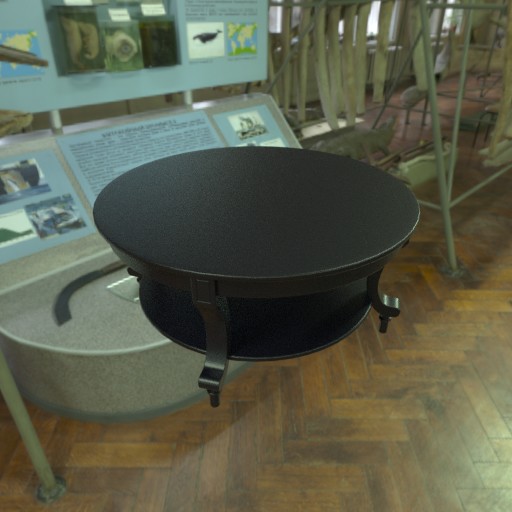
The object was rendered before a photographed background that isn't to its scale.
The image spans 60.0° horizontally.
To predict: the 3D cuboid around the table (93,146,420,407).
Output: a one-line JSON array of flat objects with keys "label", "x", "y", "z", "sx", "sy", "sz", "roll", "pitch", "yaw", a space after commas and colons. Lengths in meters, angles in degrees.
[{"label": "table", "x": 0.000, "y": 0.000, "z": 1.577, "sx": 1.029, "sy": 0.491, "sz": 1.029, "roll": 0, "pitch": 30, "yaw": 0}]
